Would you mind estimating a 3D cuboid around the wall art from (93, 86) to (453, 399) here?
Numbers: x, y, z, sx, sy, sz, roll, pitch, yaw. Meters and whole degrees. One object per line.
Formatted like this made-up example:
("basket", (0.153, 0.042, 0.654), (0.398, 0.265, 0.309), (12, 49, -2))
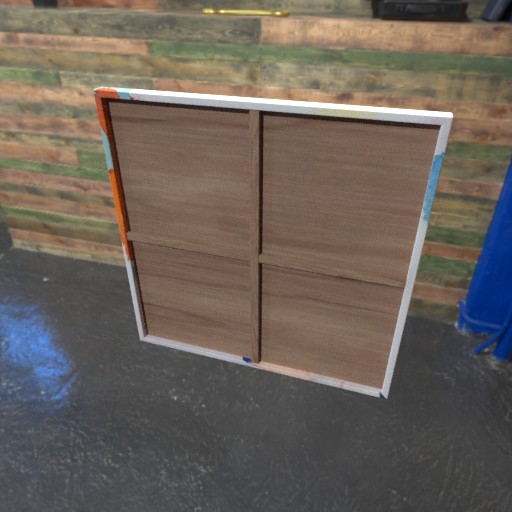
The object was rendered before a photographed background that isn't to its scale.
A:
("wall art", (0.000, 0.000, 1.491), (1.017, 1.017, 0.044), (10, 34, 15))
